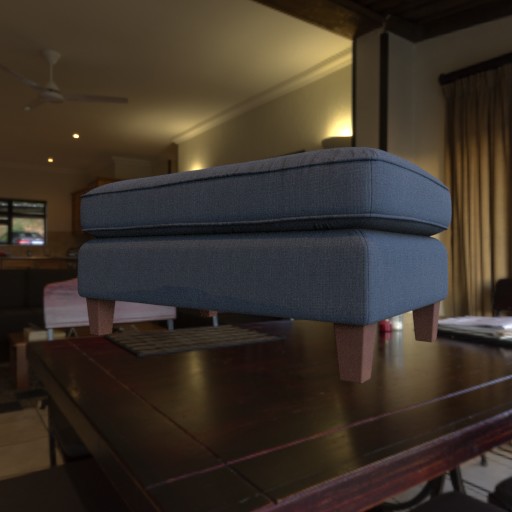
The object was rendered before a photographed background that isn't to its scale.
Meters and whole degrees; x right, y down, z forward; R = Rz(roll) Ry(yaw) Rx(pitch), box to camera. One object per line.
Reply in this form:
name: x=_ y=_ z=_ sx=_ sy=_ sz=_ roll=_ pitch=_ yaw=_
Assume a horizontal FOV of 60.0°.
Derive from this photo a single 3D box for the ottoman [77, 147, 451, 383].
ottoman: x=0.000 y=0.000 z=1.192 sx=0.885 sy=0.438 sz=0.570 roll=0 pitch=0 yaw=36
